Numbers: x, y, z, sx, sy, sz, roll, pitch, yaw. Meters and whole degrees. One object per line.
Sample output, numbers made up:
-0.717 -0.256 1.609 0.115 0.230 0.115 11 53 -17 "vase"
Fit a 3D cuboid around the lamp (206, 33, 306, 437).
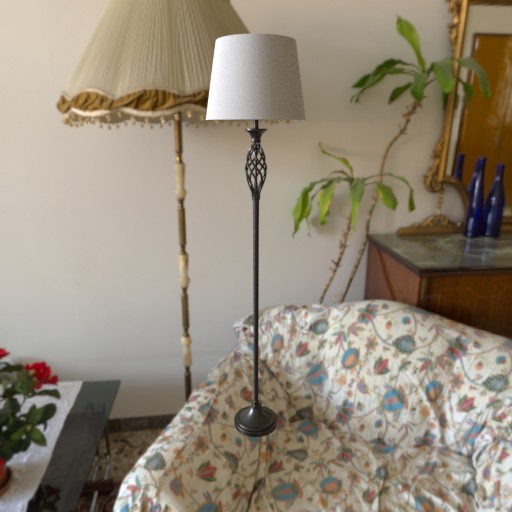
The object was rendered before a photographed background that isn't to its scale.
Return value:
0.000 0.000 1.837 0.379 1.623 0.379 0 17 0 "lamp"
